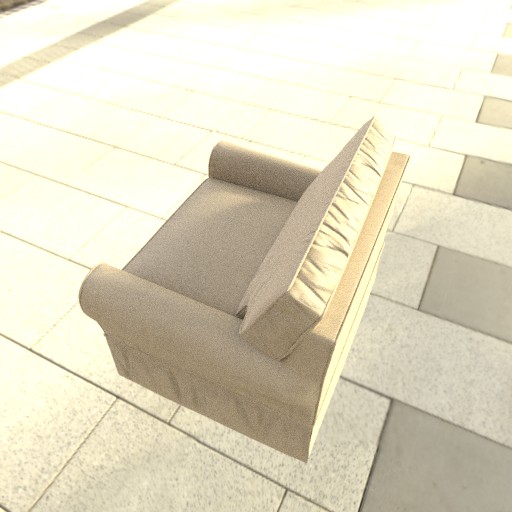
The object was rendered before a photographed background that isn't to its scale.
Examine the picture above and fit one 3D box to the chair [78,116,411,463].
[{"bbox_3d":[0.000,0.000,1.791,0.903,0.937,1.096,18,48,17],"label":"chair"}]
